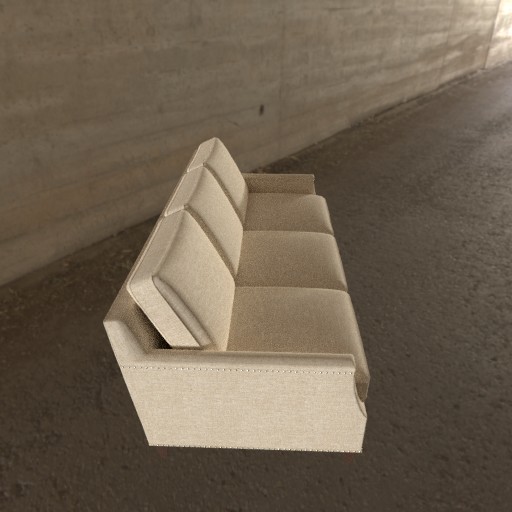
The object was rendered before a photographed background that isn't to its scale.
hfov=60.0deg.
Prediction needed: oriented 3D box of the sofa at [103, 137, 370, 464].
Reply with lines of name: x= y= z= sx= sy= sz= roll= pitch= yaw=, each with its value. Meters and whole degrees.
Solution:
sofa: x=0.000 y=0.000 z=2.732 sx=1.041 sy=0.940 sz=2.210 roll=1 pitch=30 yaw=2
